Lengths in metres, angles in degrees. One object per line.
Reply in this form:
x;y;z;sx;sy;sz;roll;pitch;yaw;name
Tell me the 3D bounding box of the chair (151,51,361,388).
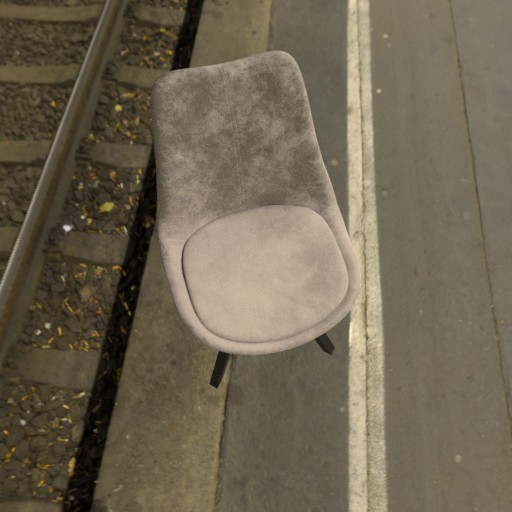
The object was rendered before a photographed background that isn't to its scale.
0.000;0.000;1.208;0.485;0.850;0.550;-14;64;-7;chair
